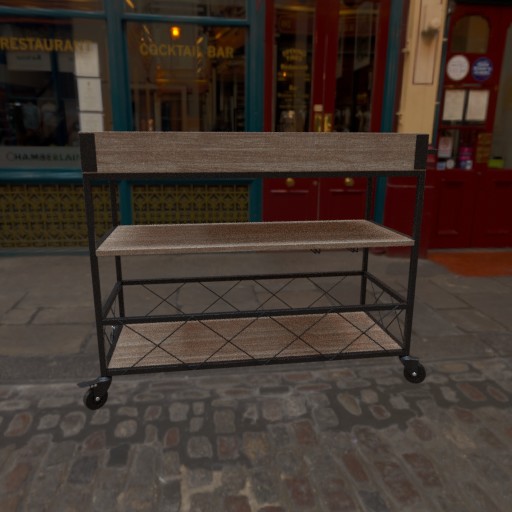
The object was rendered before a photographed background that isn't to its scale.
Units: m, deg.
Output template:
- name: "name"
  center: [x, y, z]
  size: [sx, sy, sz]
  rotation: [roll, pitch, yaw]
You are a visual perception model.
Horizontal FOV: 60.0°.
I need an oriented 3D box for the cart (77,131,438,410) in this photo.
- name: "cart"
  center: [0.000, 0.000, 1.488]
  size: [1.101, 0.787, 0.500]
  rotation: [-2, 14, -8]
